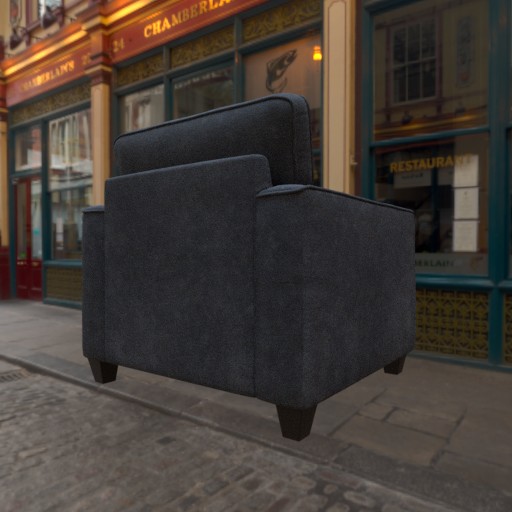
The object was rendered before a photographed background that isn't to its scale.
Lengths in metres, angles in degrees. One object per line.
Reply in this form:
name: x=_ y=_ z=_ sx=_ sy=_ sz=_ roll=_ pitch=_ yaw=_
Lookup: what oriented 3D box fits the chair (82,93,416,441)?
chair: x=0.000 y=0.000 z=1.765 sx=1.015 sy=0.965 sz=0.939 roll=0 pitch=0 yaw=37
